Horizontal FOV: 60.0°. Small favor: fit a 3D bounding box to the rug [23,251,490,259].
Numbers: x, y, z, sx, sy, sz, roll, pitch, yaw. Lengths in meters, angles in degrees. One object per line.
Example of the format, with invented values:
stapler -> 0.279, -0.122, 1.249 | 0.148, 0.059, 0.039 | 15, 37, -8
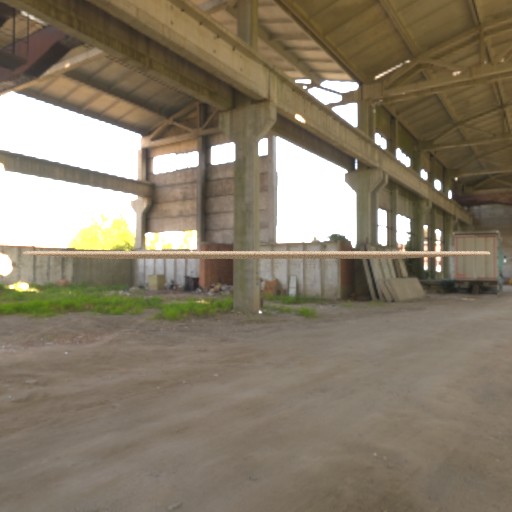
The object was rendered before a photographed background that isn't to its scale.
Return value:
rug -> 0.000, 0.000, 2.111 | 1.676, 0.013, 1.067 | 0, -1, 0
